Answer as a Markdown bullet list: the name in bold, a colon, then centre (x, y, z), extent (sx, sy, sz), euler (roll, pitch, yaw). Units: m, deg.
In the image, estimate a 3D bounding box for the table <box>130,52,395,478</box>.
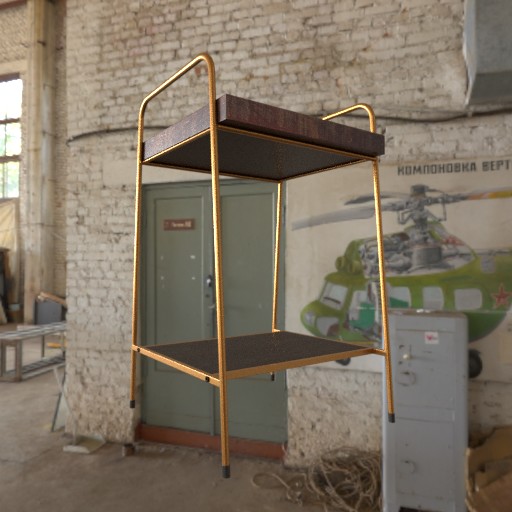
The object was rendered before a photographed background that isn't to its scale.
- **table**: centre (0.000, 0.000, 1.000), extent (0.430, 0.710, 0.430), euler (1, -1, -36)
